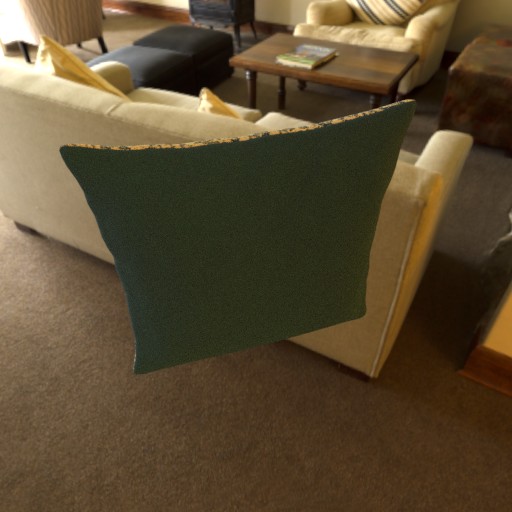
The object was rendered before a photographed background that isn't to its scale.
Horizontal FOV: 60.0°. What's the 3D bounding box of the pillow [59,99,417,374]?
[{"bbox_3d":[0.000,0.000,0.787,0.523,0.510,0.166,-12,43,-13],"label":"pillow"}]
